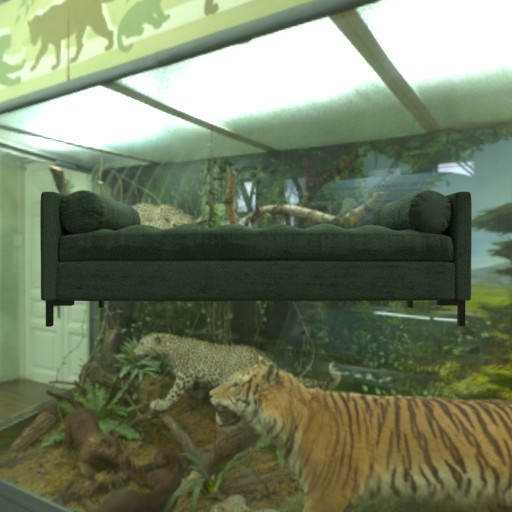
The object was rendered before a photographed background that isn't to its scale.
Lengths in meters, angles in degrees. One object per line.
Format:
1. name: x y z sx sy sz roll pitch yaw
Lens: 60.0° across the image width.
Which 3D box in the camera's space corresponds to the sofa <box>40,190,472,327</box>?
1. sofa: 0.000 0.000 2.530 2.130 0.681 0.817 0 1 0
